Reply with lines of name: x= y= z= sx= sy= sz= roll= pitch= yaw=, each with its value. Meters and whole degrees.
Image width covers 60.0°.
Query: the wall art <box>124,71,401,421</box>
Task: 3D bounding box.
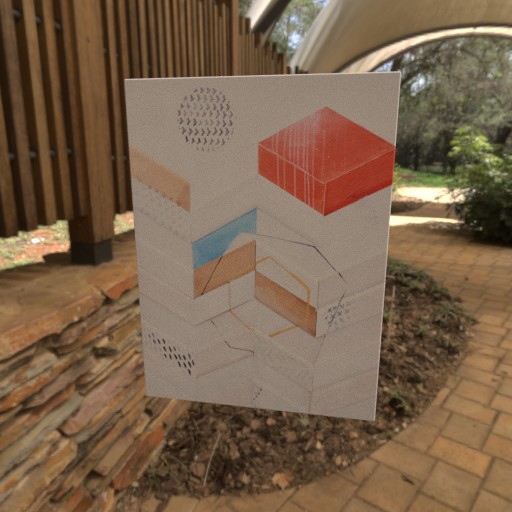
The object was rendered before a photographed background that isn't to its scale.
wall art: x=0.000 y=0.000 z=1.340 sx=0.759 sy=1.014 sz=0.045 roll=3 pitch=15 yaw=11
